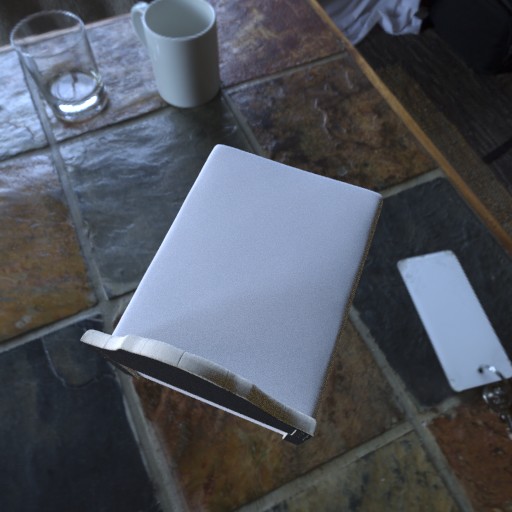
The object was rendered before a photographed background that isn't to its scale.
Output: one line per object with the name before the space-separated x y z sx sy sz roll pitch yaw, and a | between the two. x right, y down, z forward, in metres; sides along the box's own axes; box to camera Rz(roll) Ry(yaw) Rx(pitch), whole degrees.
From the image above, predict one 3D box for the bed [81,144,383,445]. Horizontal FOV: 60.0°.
bed | 0.000 0.000 3.261 1.627 1.575 2.092 19 66 9
